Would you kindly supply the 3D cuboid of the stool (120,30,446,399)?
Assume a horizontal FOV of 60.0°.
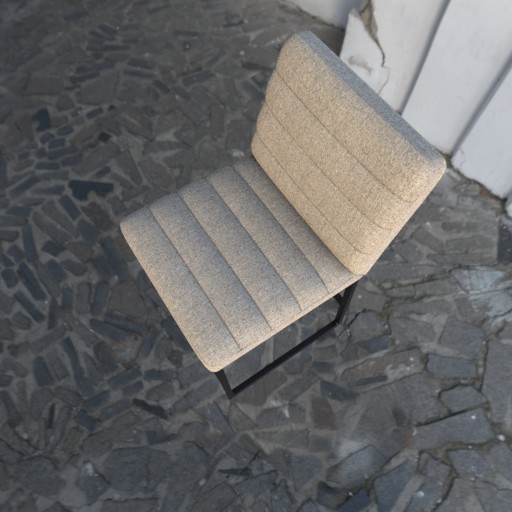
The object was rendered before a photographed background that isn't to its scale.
[{"bbox_3d":[0.000,0.000,1.235,0.560,0.940,0.460,-31,68,-14],"label":"stool"}]
